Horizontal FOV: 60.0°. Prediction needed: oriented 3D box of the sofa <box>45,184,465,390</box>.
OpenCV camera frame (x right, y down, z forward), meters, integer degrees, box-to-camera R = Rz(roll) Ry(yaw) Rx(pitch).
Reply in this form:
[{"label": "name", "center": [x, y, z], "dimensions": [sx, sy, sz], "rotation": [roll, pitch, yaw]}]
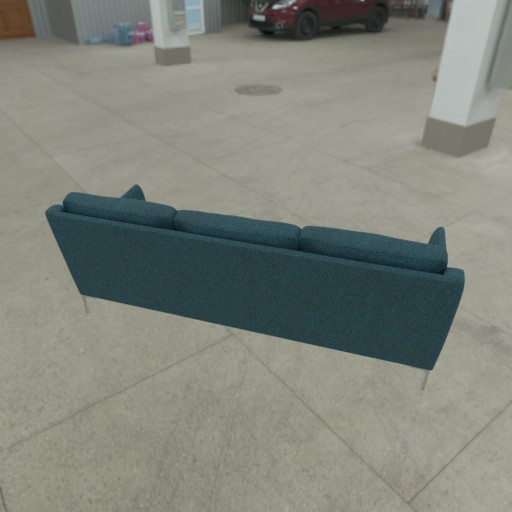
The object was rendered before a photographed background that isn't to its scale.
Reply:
[{"label": "sofa", "center": [0.000, 0.000, 2.547], "dimensions": [2.060, 0.837, 0.849], "rotation": [10, 34, 15]}]
